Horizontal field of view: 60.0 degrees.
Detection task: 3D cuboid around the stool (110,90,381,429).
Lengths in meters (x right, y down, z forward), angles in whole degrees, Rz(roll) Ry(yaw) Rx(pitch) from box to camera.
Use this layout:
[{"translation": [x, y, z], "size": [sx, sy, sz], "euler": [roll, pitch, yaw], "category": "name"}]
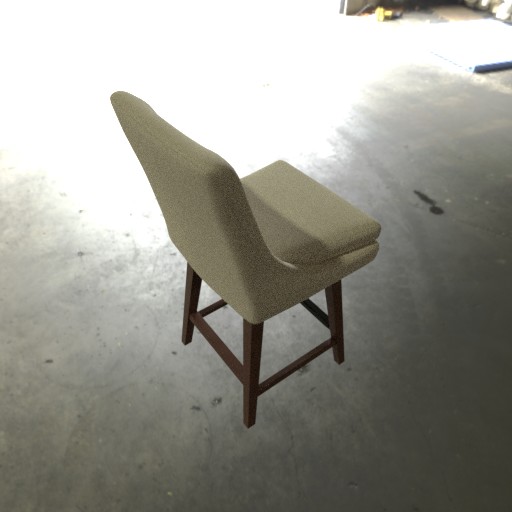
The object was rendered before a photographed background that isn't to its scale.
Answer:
[{"translation": [0.000, 0.000, 1.333], "size": [0.559, 0.991, 0.483], "euler": [-26, 48, -26], "category": "stool"}]
